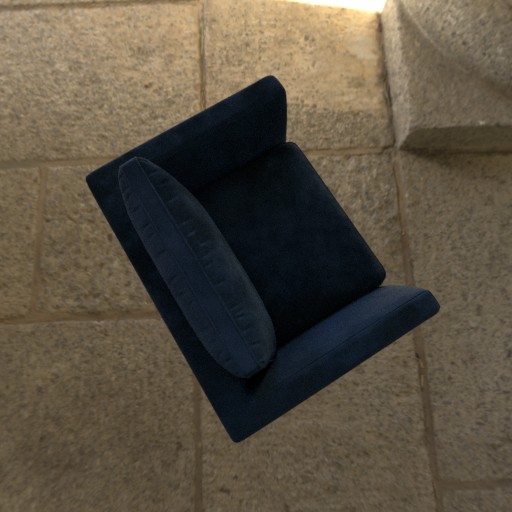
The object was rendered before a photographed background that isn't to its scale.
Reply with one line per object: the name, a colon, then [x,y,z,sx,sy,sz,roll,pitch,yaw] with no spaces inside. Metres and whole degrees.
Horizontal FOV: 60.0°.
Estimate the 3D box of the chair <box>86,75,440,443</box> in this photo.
chair: [0.000,0.000,1.611,0.746,0.893,0.977,-31,78,-7]
